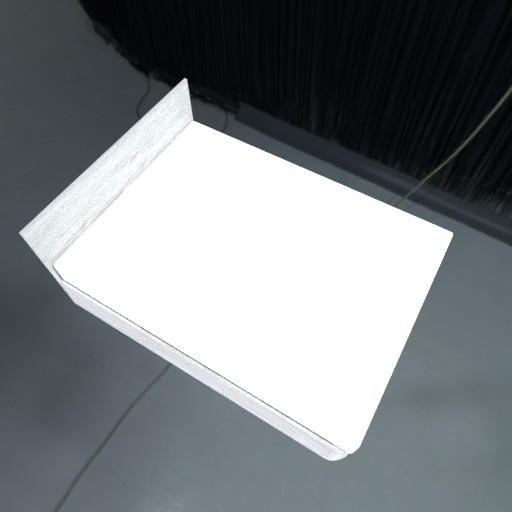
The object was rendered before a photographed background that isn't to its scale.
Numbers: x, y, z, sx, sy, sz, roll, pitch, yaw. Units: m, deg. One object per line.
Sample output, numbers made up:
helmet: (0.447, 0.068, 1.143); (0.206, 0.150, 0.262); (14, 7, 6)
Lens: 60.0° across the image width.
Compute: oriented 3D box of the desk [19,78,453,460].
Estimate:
desk: (0.000, 0.000, 2.595); (1.900, 0.800, 1.400); (27, 62, 16)
